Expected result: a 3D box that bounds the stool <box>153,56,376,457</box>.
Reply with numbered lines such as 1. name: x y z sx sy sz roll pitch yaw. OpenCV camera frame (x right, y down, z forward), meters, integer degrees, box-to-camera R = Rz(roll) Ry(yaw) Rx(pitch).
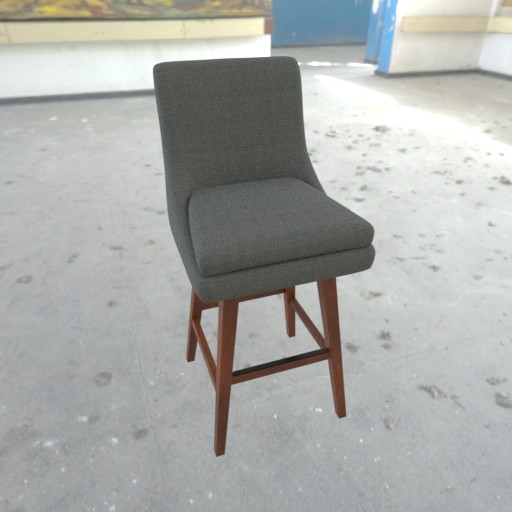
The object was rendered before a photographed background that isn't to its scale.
1. stool: 0.000 0.000 1.257 0.447 0.977 0.524 -10 33 -16
